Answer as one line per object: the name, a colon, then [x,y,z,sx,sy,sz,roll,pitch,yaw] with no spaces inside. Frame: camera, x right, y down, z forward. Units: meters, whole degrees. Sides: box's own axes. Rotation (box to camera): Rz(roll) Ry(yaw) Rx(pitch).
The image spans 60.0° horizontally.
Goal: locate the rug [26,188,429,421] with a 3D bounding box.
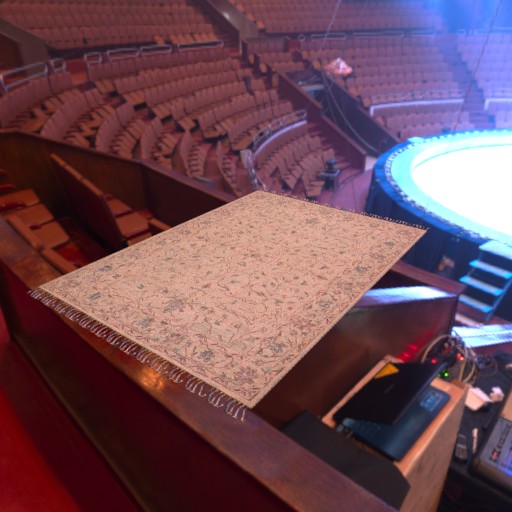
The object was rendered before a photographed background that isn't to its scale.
rug: [0.000,0.000,2.293,1.247,0.008,1.802,19,33,32]
